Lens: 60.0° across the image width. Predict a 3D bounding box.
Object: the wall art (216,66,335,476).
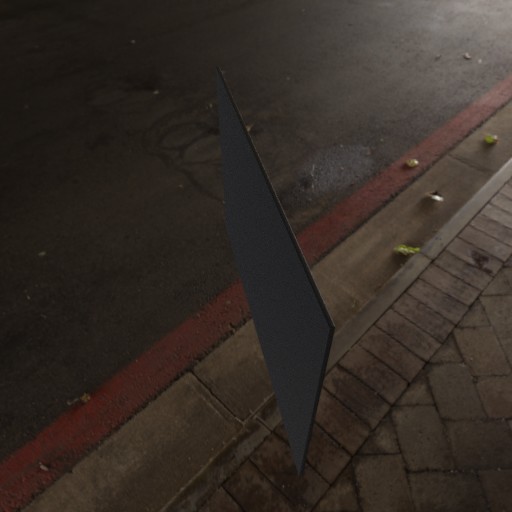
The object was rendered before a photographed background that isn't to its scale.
[{"bbox_3d":[0.000,0.000,1.517,0.013,0.811,1.192,-10,47,-10],"label":"wall art"}]
